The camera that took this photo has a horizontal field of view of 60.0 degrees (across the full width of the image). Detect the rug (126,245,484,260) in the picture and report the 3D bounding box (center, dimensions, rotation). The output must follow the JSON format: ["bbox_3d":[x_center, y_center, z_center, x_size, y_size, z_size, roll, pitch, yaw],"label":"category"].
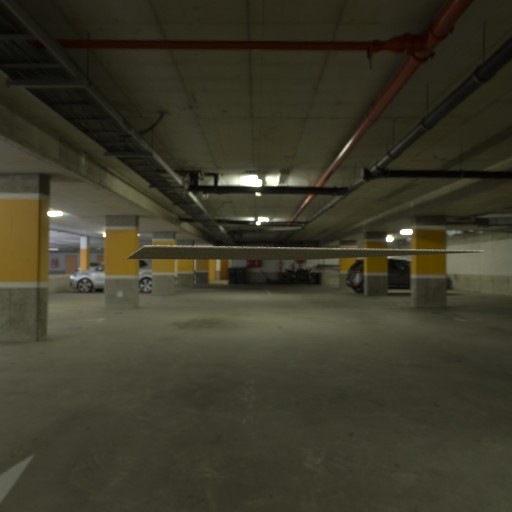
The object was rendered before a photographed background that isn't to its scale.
[{"bbox_3d":[0.000,0.000,2.950,1.593,0.008,2.238,1,-2,-18],"label":"rug"}]
